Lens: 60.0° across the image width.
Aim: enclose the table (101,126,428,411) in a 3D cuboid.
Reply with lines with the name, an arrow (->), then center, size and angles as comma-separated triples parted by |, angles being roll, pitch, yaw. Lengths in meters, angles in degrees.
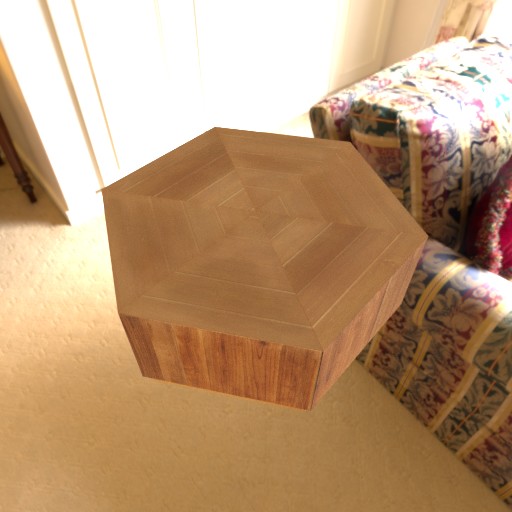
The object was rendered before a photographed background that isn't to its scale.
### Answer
table -> 0.000, 0.000, 1.700 | 1.154, 0.456, 1.000 | 9, 48, 8
